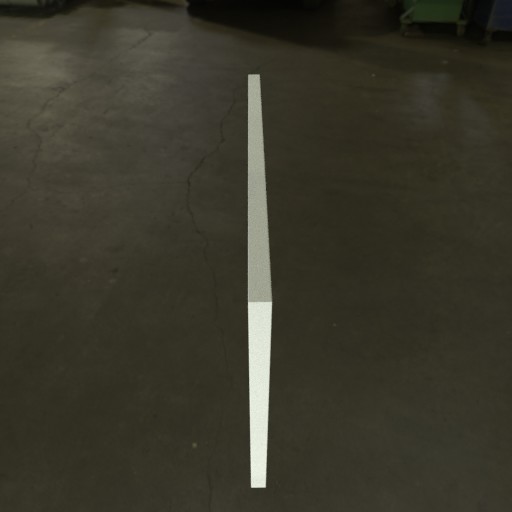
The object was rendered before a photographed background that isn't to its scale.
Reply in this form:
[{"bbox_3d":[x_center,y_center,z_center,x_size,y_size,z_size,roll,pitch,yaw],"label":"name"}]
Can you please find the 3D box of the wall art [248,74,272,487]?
[{"bbox_3d":[0.000,0.000,1.154,0.033,0.617,0.906,0,41,-1],"label":"wall art"}]
